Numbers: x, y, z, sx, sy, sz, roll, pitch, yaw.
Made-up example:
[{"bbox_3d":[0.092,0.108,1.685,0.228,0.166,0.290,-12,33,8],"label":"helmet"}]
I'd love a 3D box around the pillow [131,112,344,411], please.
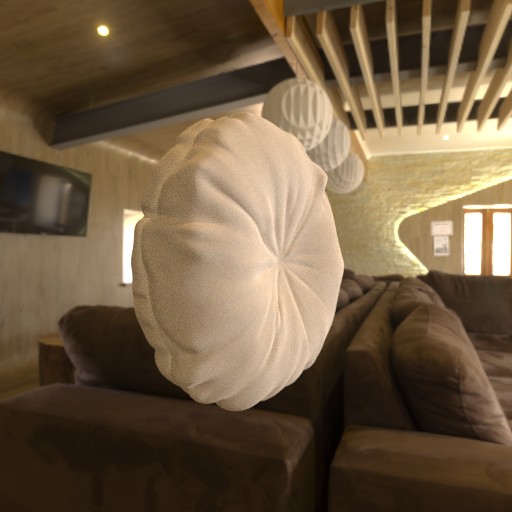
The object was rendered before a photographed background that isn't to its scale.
[{"bbox_3d":[0.000,0.000,0.658,0.148,0.407,0.428,0,0,35],"label":"pillow"}]
